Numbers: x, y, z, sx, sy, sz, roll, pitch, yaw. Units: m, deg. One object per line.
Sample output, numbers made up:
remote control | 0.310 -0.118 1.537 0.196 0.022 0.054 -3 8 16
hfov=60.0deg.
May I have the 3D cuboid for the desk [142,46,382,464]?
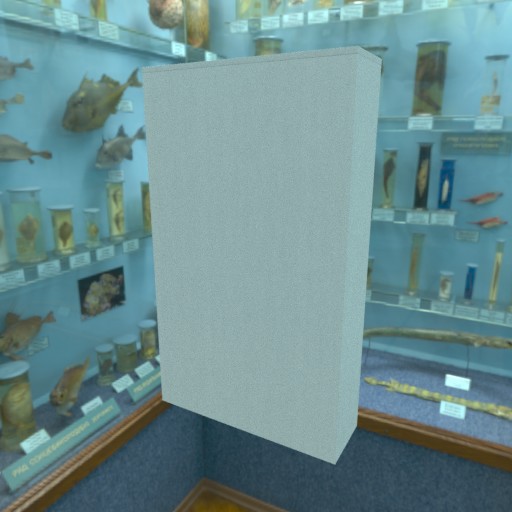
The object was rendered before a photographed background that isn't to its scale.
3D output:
desk | 0.000 0.000 1.593 0.750 1.280 0.250 9 17 29
